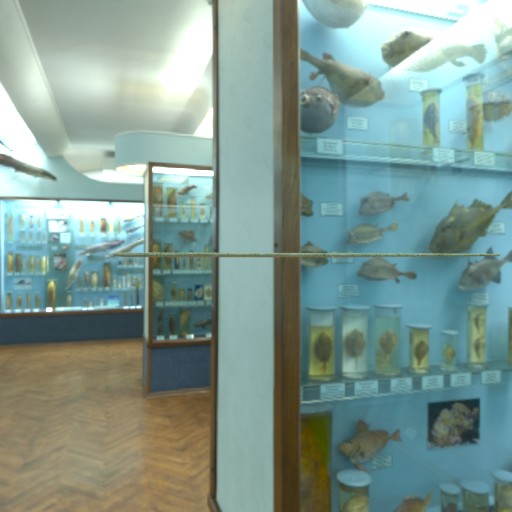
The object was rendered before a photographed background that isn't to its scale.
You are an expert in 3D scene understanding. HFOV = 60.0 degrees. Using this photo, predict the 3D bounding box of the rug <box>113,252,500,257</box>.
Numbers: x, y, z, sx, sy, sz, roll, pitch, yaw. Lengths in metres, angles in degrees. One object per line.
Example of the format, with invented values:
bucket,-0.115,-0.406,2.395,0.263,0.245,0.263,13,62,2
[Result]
rug,0.000,0.000,4.111,2.425,0.016,3.198,0,0,-16
